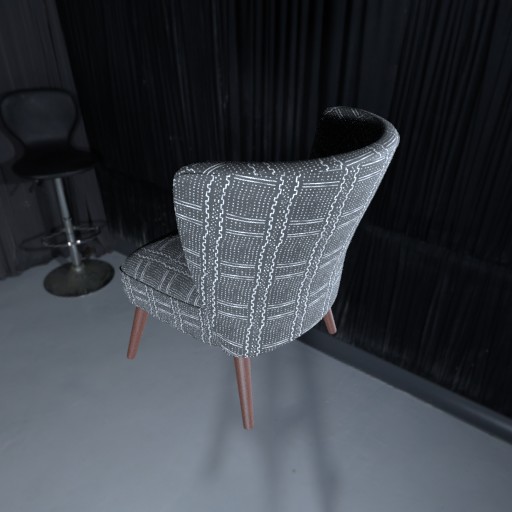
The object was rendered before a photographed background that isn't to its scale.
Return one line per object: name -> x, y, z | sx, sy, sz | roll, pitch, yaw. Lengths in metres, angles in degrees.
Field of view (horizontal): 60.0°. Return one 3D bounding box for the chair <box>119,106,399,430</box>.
chair -> 0.000, 0.000, 1.418 | 0.758, 0.866, 0.710 | 21, 37, 30
